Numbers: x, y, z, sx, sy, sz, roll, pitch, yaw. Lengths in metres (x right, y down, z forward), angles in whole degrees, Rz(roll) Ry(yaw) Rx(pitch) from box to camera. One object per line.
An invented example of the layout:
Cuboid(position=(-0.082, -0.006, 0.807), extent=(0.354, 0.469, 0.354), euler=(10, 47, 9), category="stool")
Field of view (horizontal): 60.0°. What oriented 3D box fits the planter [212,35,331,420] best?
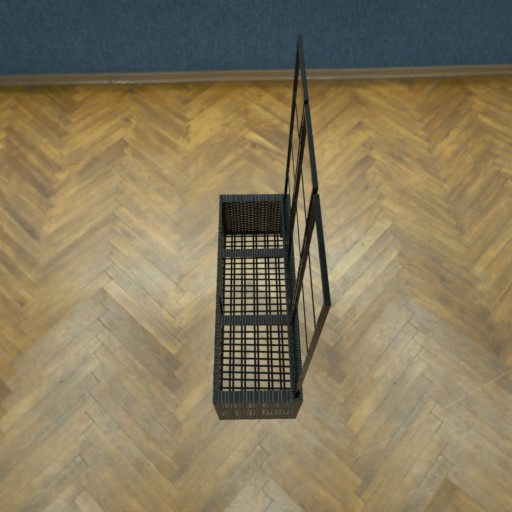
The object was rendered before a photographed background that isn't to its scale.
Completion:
Cuboid(position=(0.000, 0.000, 1.201), extent=(0.244, 0.841, 0.699), euler=(-1, 60, 0), category="planter")
